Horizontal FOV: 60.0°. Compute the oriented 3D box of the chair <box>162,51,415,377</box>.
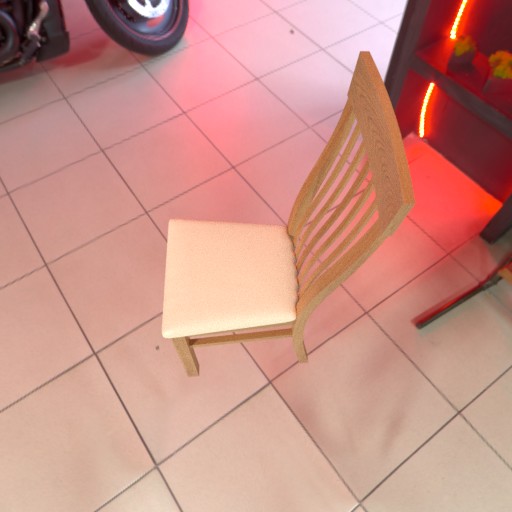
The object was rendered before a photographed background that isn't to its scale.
[{"bbox_3d":[0.000,0.000,1.355,0.580,1.050,0.450,-2,59,-2],"label":"chair"}]
